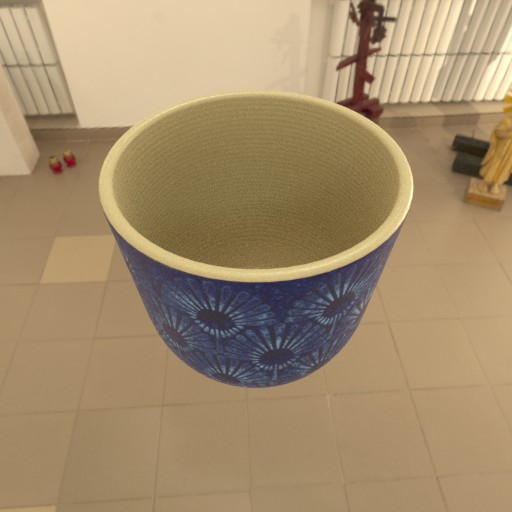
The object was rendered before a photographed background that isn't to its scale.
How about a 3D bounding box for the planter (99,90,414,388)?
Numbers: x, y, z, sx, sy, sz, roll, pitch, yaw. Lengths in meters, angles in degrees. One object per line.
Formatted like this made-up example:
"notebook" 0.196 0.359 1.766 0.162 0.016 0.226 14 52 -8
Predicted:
"planter" 0.000 0.000 0.300 0.170 0.153 0.170 0 47 0
